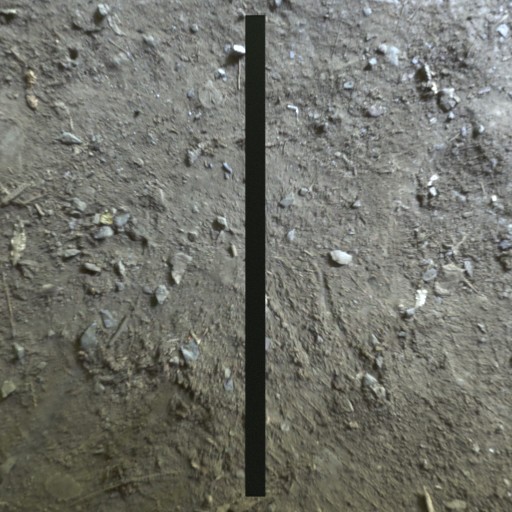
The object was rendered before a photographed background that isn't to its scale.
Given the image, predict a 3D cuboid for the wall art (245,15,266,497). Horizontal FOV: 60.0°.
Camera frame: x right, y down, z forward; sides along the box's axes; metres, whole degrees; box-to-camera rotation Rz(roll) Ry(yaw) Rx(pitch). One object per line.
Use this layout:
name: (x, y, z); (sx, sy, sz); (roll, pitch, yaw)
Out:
wall art: (0.000, 0.000, 0.943); (0.037, 0.303, 0.860); (0, 90, 0)
